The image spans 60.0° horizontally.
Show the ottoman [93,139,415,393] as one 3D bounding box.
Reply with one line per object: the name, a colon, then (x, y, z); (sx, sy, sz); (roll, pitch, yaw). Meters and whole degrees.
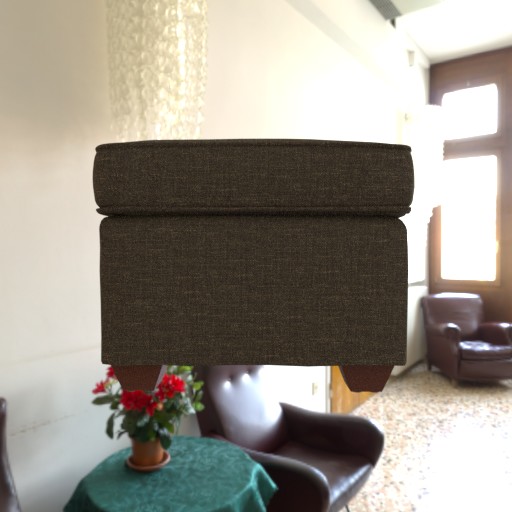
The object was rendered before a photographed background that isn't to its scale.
ottoman: (0.000, 0.000, 1.071); (0.549, 0.450, 0.749); (0, 1, 1)
